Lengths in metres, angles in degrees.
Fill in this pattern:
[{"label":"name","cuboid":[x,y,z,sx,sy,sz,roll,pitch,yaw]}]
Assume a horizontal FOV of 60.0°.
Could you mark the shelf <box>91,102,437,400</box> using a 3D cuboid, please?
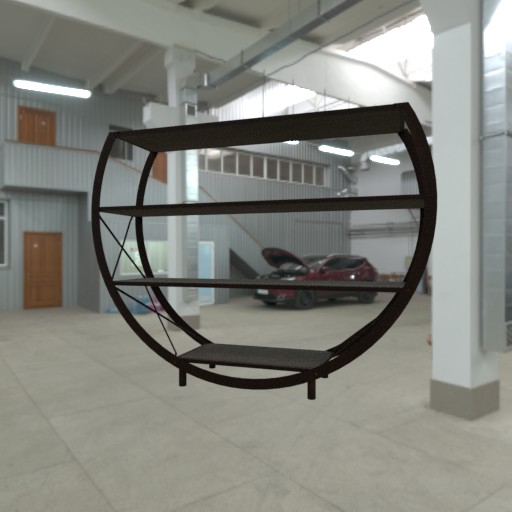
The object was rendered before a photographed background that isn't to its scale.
[{"label":"shelf","cuboid":[0.000,0.000,1.877,1.403,1.063,0.344,0,0,18]}]
